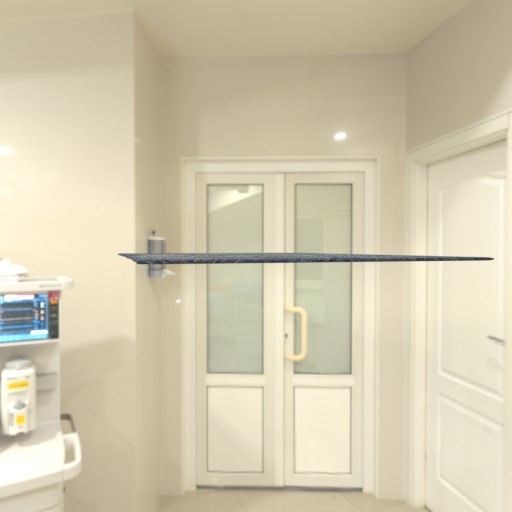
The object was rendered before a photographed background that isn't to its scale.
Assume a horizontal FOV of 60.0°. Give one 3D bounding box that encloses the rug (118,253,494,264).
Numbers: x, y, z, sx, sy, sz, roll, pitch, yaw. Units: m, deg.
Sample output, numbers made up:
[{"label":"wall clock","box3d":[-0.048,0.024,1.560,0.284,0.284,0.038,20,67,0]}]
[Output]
[{"label":"rug","box3d":[0.000,0.000,4.154,2.385,0.024,3.245,0,1,-19]}]
